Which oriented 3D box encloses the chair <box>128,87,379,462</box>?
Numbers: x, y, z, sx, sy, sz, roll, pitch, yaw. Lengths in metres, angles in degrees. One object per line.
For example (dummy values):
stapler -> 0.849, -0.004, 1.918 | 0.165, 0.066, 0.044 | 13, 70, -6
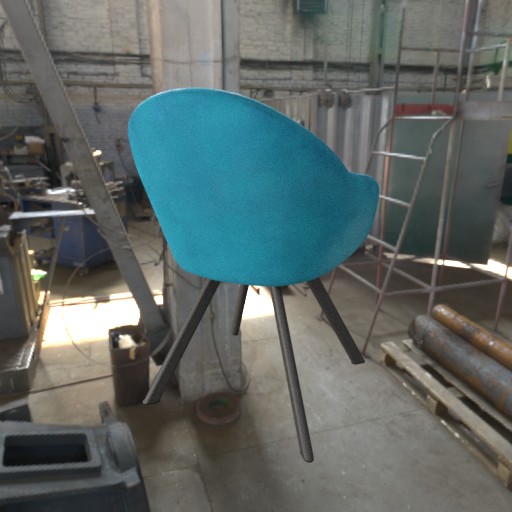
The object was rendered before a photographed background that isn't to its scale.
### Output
chair -> 0.000, 0.000, 1.160 | 0.550, 0.795, 0.590 | 8, 19, 26
